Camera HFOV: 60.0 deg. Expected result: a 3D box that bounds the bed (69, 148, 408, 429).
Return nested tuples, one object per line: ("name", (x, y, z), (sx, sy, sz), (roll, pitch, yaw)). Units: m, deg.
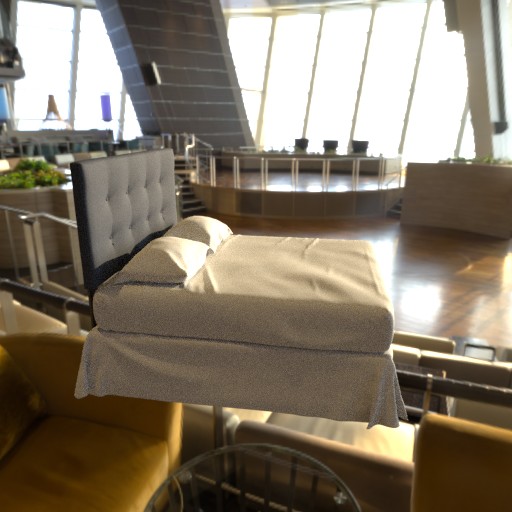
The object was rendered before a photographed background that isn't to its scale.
("bed", (0.000, 0.000, 3.528), (2.222, 1.577, 1.936), (3, 17, 9))
